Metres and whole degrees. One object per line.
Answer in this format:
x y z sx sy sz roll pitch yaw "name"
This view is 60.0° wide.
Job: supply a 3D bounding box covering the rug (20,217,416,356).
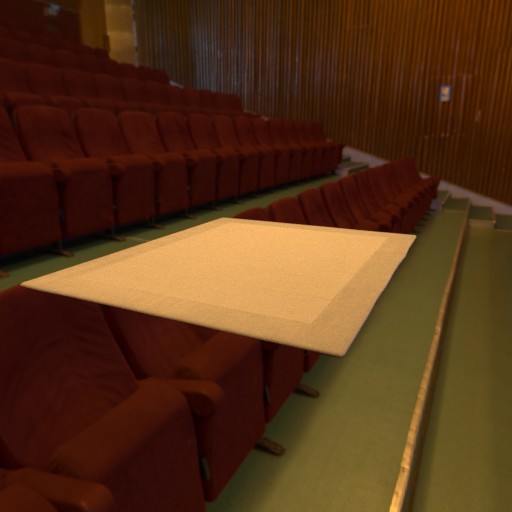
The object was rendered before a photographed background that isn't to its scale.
0.000 0.000 4.012 2.430 0.018 2.976 7 17 25 "rug"
